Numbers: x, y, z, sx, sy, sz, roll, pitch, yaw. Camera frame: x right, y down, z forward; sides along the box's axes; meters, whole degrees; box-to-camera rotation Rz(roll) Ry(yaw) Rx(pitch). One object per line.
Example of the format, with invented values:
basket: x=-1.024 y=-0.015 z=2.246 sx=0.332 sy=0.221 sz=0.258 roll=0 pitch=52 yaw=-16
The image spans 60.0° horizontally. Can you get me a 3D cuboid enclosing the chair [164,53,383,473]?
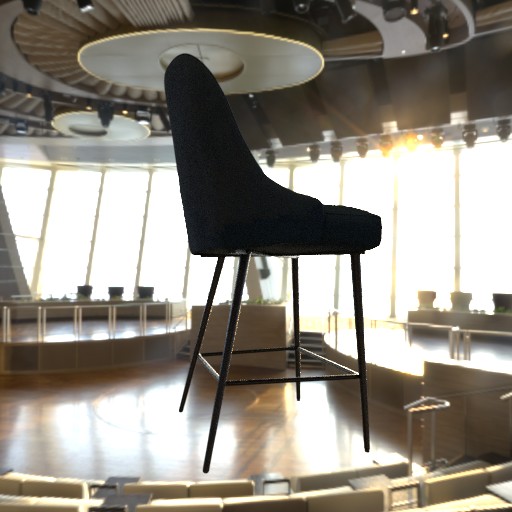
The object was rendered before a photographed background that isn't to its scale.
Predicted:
chair: x=0.000 y=0.000 z=1.190 sx=0.489 sy=0.927 sz=0.526 roll=1 pitch=-2 yaw=-17
